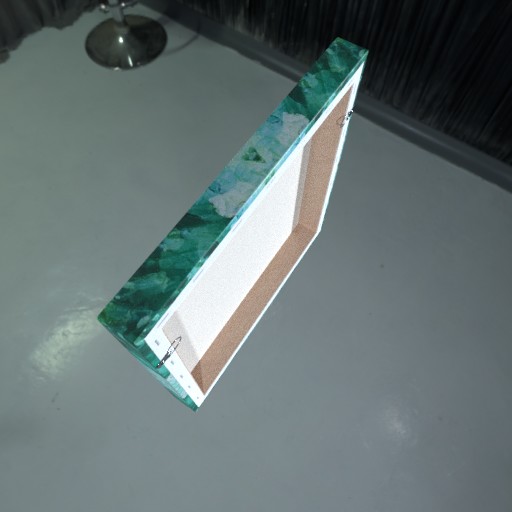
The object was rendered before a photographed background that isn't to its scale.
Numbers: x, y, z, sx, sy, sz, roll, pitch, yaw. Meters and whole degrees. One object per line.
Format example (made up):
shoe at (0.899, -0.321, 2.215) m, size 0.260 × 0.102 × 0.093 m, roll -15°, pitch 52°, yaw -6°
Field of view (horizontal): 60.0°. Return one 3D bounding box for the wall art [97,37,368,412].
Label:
wall art at (0.000, 0.000, 0.470) m, size 0.033 × 0.313 × 0.313 m, roll 31°, pitch 67°, yaw 14°
